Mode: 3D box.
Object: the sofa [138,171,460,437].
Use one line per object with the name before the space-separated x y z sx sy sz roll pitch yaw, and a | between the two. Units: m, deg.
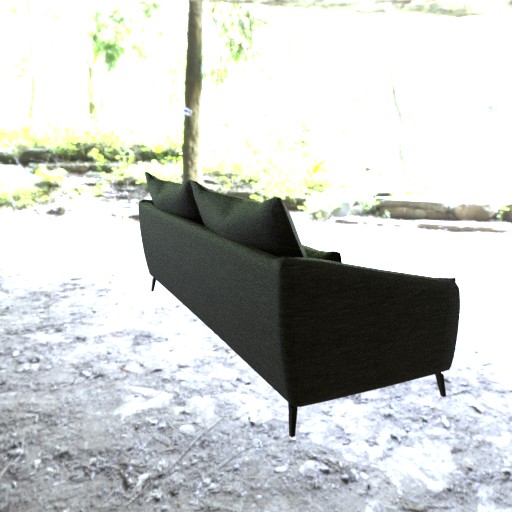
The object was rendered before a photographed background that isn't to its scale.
sofa | 0.000 0.000 2.414 0.807 0.843 2.019 -7 16 -27
